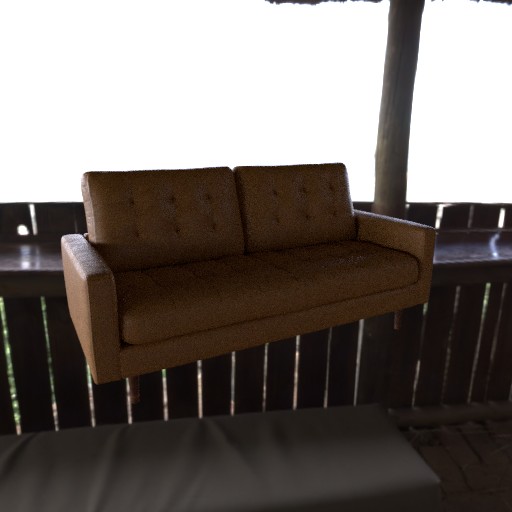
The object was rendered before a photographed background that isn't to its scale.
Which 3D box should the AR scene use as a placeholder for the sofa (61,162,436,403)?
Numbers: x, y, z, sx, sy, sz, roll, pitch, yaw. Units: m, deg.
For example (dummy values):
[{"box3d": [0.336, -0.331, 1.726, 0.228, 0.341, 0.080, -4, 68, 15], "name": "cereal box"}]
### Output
[{"box3d": [0.000, 0.000, 2.324, 1.821, 0.898, 0.850, -8, 17, -28], "name": "sofa"}]
